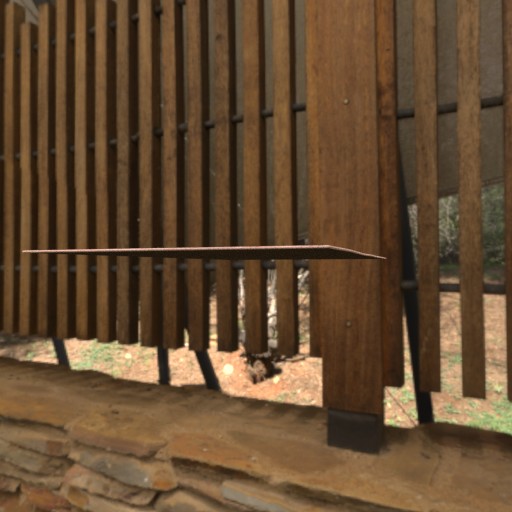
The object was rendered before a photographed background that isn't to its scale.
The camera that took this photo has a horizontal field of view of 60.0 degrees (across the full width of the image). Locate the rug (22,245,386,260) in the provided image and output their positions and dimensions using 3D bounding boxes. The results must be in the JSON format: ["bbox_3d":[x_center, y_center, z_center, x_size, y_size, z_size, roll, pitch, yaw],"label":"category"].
[{"bbox_3d":[0.000,0.000,3.040,1.533,0.011,2.439,-1,-2,21],"label":"rug"}]
